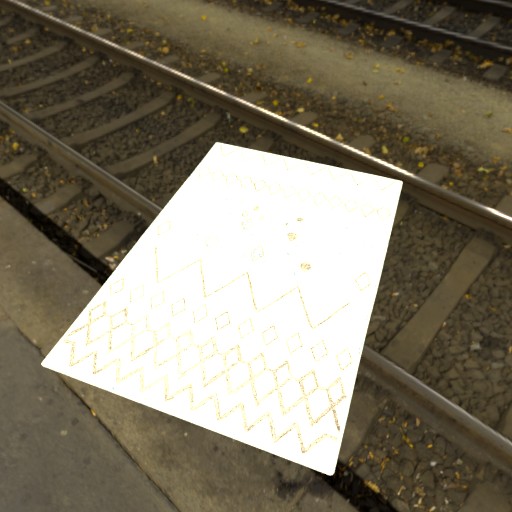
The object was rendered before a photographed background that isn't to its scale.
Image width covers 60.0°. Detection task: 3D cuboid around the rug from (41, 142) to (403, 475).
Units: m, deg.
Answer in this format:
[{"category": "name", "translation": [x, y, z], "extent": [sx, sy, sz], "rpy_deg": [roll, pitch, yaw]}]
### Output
[{"category": "rug", "translation": [0.000, 0.000, 2.303], "extent": [1.260, 0.009, 1.820], "rpy_deg": [15, 48, 14]}]
